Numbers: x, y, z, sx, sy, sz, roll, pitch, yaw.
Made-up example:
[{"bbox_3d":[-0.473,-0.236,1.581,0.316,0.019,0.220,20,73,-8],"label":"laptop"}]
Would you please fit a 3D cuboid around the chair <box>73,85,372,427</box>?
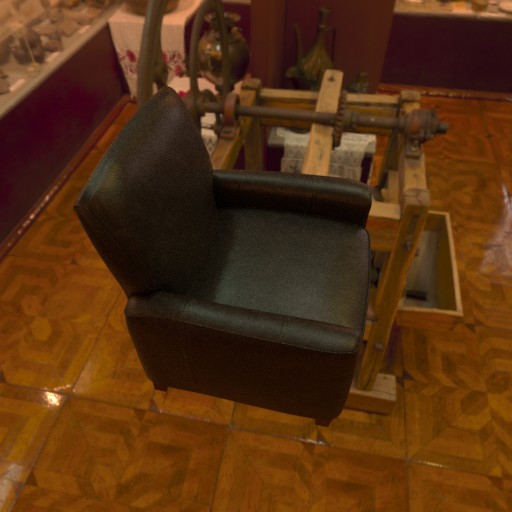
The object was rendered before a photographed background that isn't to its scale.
[{"bbox_3d":[0.000,0.000,1.662,0.864,1.014,0.848,9,48,9],"label":"chair"}]
